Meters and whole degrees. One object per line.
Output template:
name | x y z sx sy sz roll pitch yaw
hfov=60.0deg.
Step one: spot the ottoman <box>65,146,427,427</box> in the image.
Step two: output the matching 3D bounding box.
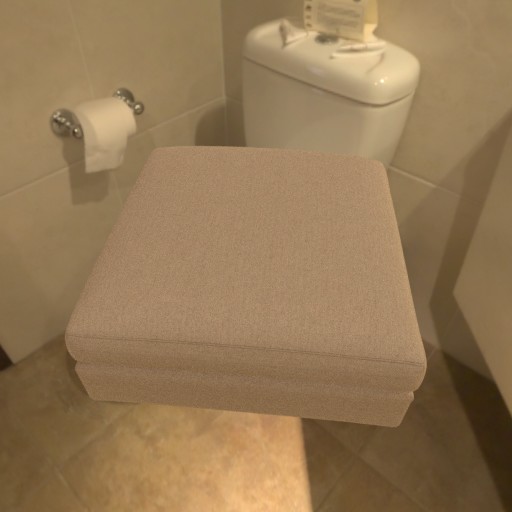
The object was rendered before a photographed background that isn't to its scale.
ottoman | 0.000 0.000 1.649 1.041 0.470 1.041 4 45 4
